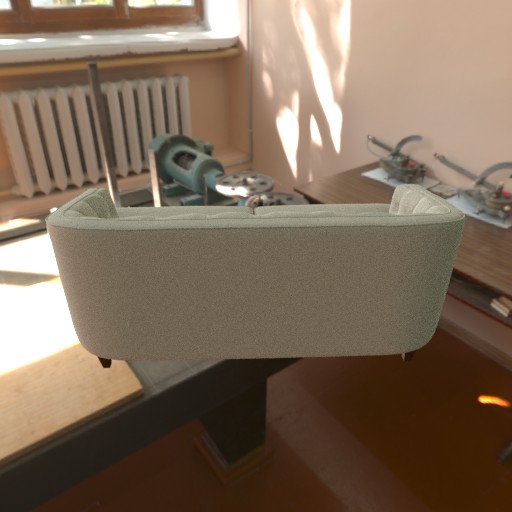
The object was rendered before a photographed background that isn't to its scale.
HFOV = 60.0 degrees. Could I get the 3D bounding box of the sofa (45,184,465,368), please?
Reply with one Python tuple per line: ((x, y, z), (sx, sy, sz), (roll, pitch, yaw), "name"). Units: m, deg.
((0.000, 0.000, 2.215), (1.733, 0.855, 0.941), (-1, 31, -2), "sofa")
